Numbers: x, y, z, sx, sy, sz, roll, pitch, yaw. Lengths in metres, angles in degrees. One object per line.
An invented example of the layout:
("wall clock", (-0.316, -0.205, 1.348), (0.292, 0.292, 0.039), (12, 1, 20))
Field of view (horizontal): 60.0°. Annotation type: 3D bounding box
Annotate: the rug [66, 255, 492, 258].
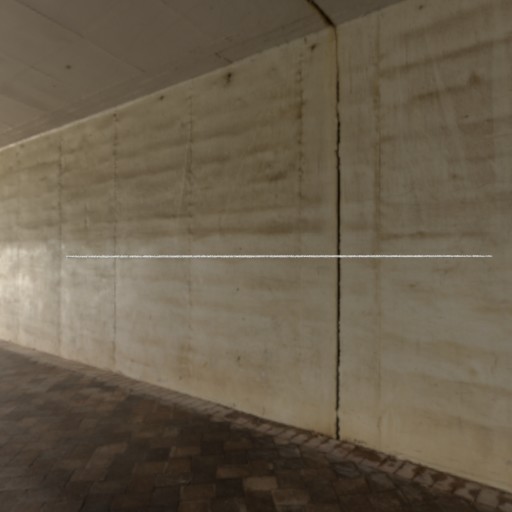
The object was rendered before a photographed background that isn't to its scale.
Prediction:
("rug", (0.000, 0.000, 4.110), (3.061, 0.014, 2.447), (0, 0, -18))
